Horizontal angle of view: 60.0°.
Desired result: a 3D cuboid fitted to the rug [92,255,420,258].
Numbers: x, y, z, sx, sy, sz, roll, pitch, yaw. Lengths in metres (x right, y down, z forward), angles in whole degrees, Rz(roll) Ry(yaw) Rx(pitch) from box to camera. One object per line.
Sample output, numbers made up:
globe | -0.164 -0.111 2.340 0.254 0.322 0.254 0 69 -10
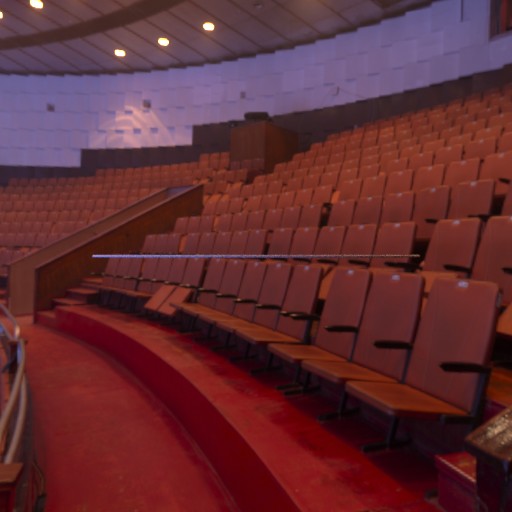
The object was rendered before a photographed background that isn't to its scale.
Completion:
rug | 0.000 0.000 3.433 2.382 0.014 2.382 0 0 0
